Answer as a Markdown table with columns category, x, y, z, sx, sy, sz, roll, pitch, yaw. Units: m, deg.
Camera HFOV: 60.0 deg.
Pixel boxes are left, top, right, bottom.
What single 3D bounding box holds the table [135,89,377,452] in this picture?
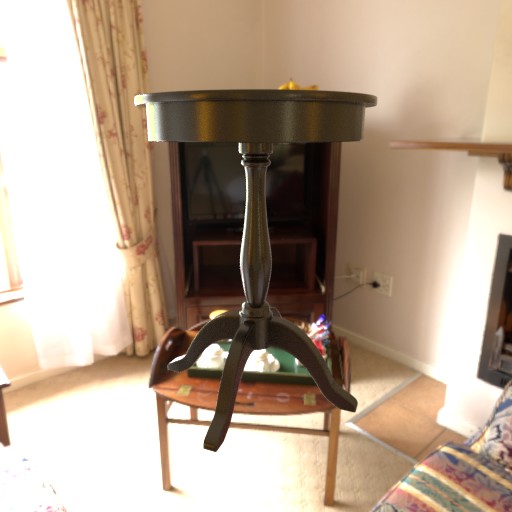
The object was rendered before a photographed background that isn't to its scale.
| category | x | y | z | sx | sy | sz | roll | pitch | yaw |
| --- | --- | --- | --- | --- | --- | --- | --- | --- | --- |
| table | 0.000 | 0.000 | 0.991 | 0.481 | 0.665 | 0.481 | 0 | 16 | 0 |
